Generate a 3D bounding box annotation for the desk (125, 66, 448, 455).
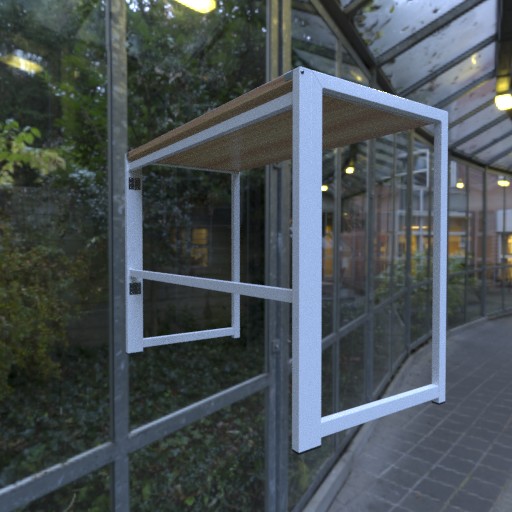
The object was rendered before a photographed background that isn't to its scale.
[{"bbox_3d":[0.000,0.000,1.426,0.508,0.762,1.016,-1,2,-35],"label":"desk"}]
